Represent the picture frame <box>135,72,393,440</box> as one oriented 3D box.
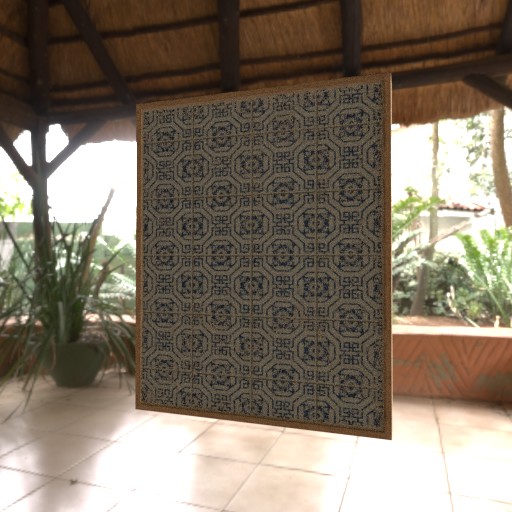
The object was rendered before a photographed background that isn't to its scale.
[{"bbox_3d":[0.000,0.000,0.720,0.421,0.526,0.046,0,-1,18],"label":"picture frame"}]
